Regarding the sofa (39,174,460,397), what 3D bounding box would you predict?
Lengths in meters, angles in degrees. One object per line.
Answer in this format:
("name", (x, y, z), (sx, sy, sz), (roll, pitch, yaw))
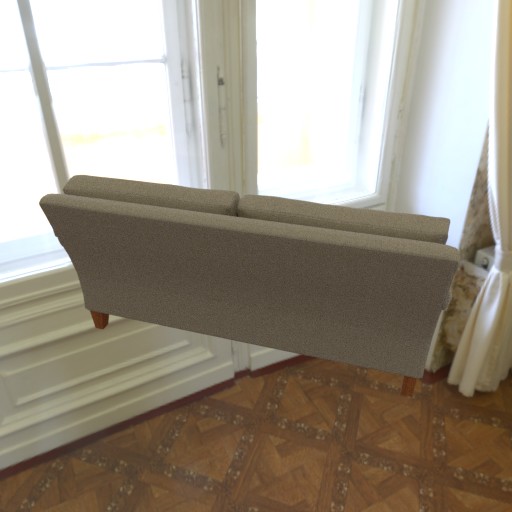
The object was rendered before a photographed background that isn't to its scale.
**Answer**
("sofa", (0.000, 0.000, 2.744), (2.160, 1.054, 1.087), (9, 31, 15))
